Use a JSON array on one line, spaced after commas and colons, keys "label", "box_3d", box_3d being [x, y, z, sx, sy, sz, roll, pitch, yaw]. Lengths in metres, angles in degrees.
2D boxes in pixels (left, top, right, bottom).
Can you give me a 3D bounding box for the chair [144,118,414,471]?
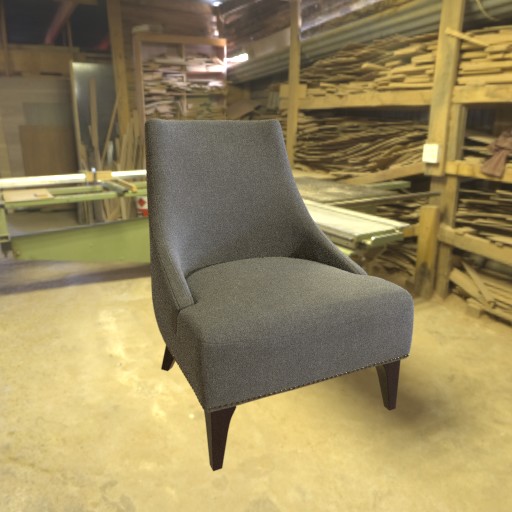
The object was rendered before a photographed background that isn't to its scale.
[{"label": "chair", "box_3d": [0.000, 0.000, 1.523, 0.701, 0.909, 0.861, -8, 18, -25]}]
